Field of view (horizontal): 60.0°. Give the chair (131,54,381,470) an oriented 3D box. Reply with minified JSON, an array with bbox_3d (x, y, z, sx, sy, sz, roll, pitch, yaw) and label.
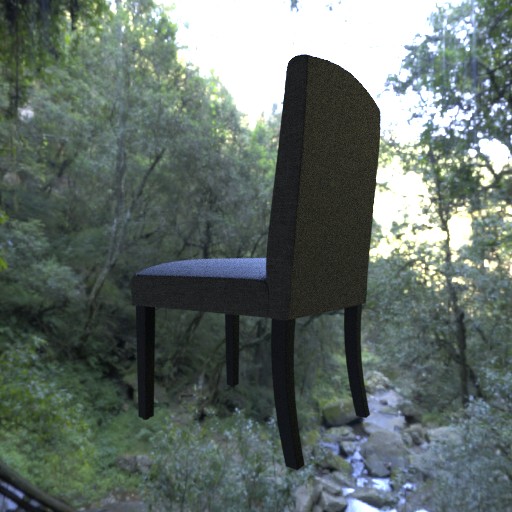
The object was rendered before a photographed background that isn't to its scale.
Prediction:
[{"bbox_3d":[0.000,0.000,1.262,0.580,0.917,0.451,0,0,36],"label":"chair"}]
